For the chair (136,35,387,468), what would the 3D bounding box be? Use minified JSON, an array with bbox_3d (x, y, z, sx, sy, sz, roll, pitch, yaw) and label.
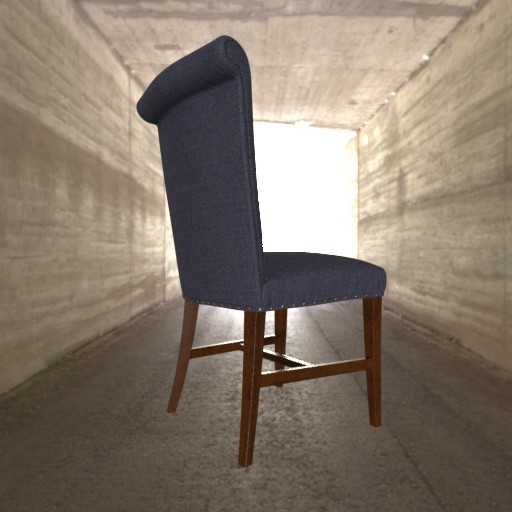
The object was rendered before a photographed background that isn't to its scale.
[{"bbox_3d":[0.000,0.000,1.325,0.608,0.988,0.513,0,1,-35],"label":"chair"}]
